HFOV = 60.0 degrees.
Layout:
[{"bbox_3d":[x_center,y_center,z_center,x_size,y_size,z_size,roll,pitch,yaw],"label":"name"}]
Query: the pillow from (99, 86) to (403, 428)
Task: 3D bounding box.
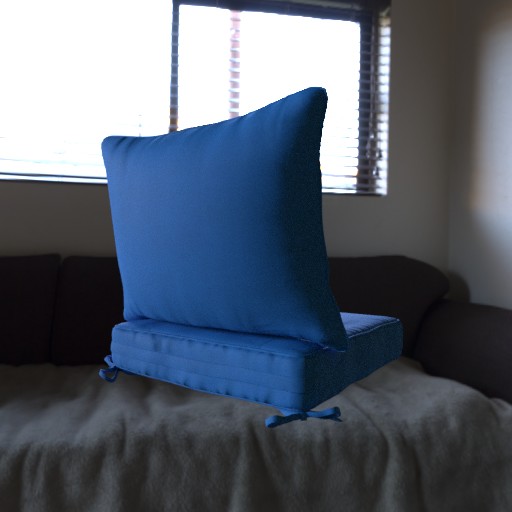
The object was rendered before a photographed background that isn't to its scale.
[{"bbox_3d":[0.000,0.000,1.367,0.798,0.725,0.733,0,1,36],"label":"pillow"}]
